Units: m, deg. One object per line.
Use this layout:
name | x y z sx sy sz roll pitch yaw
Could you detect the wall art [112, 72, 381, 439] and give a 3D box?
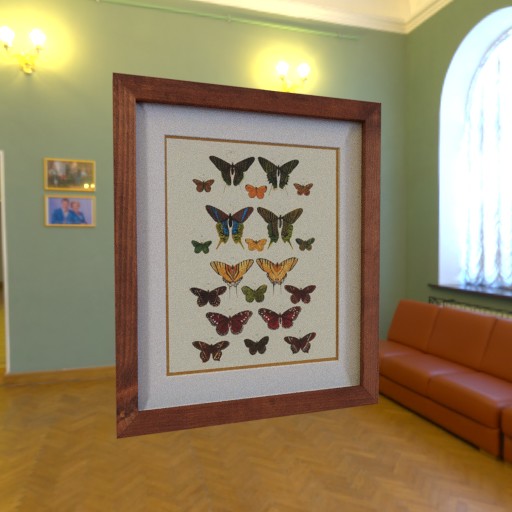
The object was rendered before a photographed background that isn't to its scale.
wall art | 0.000 0.000 0.621 0.377 0.449 0.039 -1 2 -18
